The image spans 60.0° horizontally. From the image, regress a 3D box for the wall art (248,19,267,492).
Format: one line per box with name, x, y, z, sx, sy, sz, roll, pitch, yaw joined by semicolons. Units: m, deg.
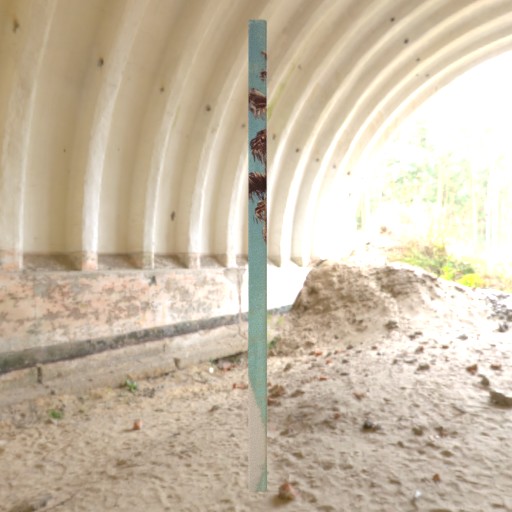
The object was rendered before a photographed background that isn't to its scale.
wall art;0.000;0.000;1.158;0.037;0.915;0.605;0;-1;-1
